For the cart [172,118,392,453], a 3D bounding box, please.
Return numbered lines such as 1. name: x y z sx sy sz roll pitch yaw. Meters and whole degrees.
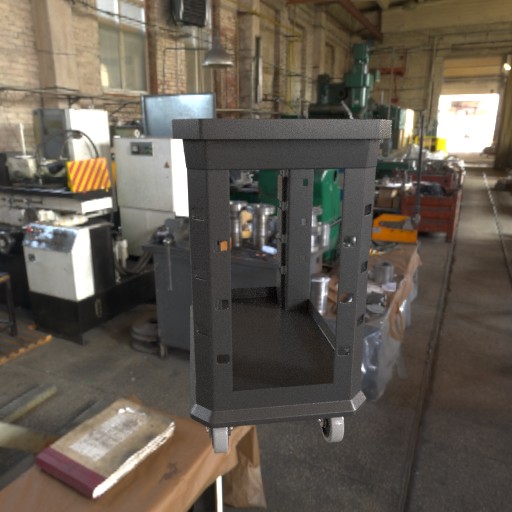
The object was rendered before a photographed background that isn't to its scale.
1. cart: 0.000 0.000 1.541 0.497 0.884 1.061 -2 16 -8
